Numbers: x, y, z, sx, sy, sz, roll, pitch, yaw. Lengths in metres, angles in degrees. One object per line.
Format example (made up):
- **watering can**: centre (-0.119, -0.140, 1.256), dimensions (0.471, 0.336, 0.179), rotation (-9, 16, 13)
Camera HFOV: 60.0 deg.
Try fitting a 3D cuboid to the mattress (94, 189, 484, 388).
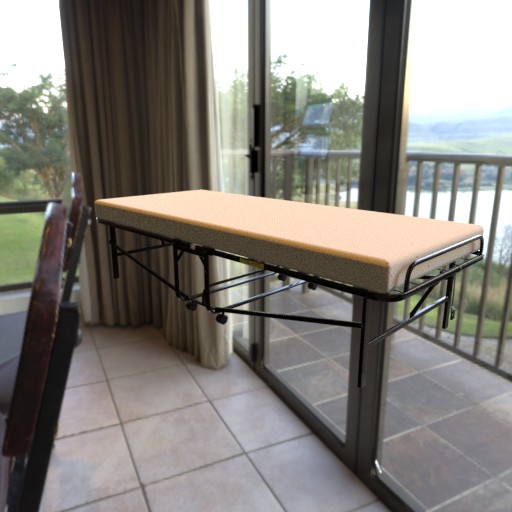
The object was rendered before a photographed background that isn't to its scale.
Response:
- **mattress**: centre (0.000, 0.000, 2.499), dimensions (0.922, 0.519, 2.153), rotation (-14, 20, -43)
